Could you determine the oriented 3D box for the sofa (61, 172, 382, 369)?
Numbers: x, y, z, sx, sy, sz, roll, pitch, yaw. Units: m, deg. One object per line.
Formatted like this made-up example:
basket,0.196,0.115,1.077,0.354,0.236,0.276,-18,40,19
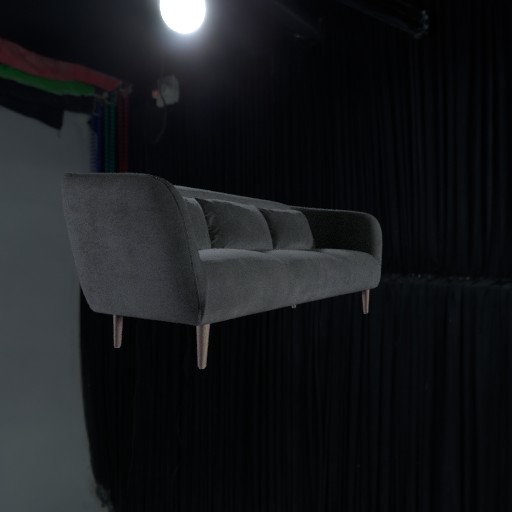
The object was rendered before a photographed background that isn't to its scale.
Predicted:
sofa,0.000,0.000,2.749,0.956,0.875,2.296,1,1,35
